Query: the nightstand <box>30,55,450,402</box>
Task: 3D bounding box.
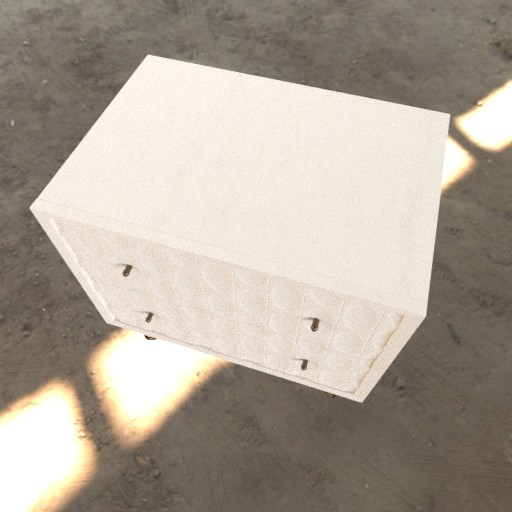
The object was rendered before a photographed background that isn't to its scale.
[{"bbox_3d":[0.000,0.000,1.008,0.614,0.604,0.447,15,58,10],"label":"nightstand"}]
